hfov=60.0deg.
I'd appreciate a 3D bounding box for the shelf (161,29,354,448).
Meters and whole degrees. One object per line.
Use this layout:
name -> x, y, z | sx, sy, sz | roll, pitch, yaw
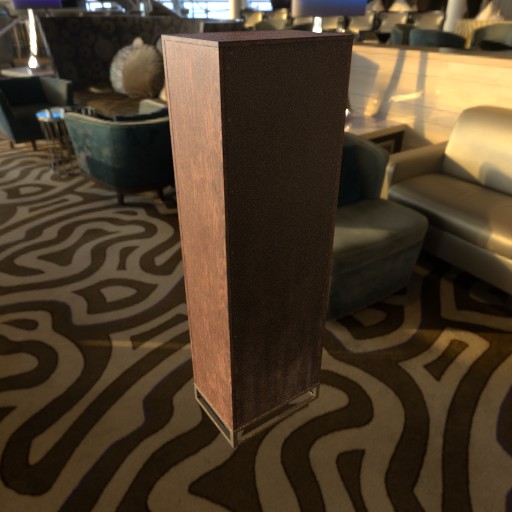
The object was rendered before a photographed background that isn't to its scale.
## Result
shelf -> 0.000, 0.000, 1.933 | 0.539, 1.732, 0.395 | -19, 35, -30
